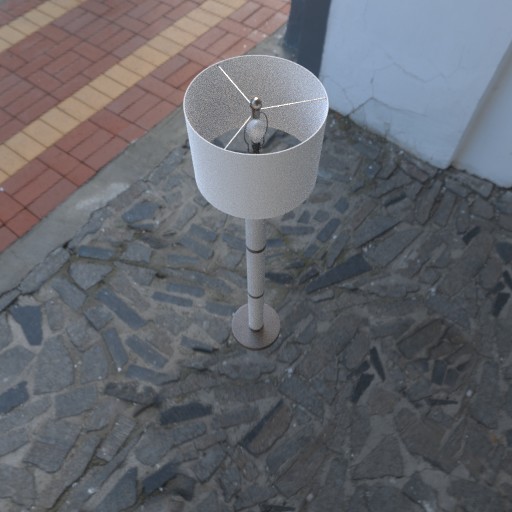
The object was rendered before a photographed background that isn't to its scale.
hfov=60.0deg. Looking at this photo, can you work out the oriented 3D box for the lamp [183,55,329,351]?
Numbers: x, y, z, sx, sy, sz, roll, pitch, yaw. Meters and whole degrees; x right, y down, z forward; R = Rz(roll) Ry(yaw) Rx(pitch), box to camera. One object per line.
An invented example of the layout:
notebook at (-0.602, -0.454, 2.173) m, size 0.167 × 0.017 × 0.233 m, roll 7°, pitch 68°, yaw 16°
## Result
lamp at (0.000, 0.000, 1.829) m, size 0.377 × 1.599 × 0.377 m, roll -31°, pitch 64°, yaw -17°
